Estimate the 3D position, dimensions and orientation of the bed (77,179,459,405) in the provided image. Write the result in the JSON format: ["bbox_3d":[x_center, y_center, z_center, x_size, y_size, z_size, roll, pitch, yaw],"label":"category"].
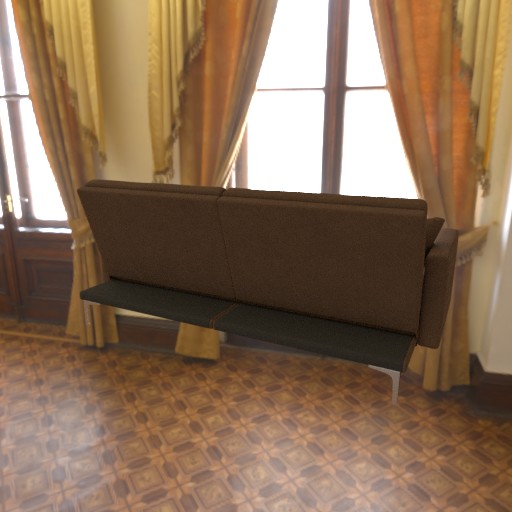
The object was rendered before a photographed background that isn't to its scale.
[{"bbox_3d":[0.000,0.000,2.363,1.905,0.787,0.889,8,17,26],"label":"bed"}]
